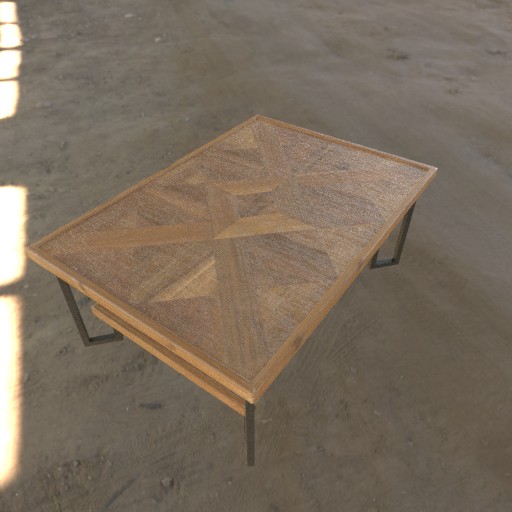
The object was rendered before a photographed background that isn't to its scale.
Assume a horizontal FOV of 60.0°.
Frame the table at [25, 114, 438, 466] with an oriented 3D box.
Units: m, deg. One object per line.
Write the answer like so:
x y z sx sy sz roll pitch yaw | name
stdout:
0.000 0.000 1.717 0.877 0.492 1.238 25 47 26 | table
